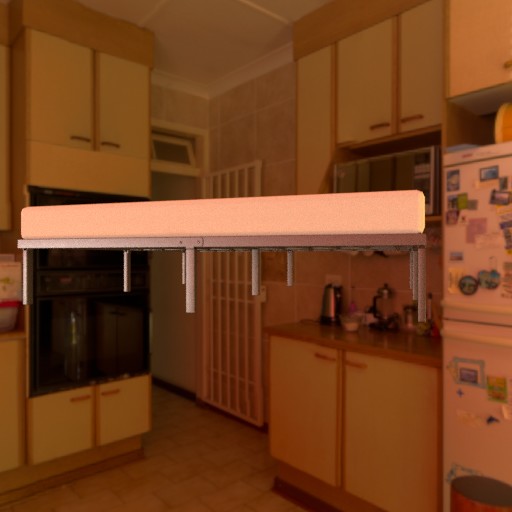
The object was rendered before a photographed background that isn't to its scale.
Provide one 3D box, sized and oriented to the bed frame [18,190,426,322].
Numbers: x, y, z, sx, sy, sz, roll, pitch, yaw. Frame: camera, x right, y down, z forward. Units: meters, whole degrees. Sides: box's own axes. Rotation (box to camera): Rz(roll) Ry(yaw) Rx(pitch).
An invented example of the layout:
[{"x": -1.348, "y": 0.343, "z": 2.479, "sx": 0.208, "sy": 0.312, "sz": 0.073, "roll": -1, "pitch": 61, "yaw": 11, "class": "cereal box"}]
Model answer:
[{"x": 0.000, "y": 0.000, "z": 3.831, "sx": 2.635, "sy": 0.680, "sz": 2.526, "roll": 0, "pitch": 0, "yaw": 18, "class": "bed frame"}]
